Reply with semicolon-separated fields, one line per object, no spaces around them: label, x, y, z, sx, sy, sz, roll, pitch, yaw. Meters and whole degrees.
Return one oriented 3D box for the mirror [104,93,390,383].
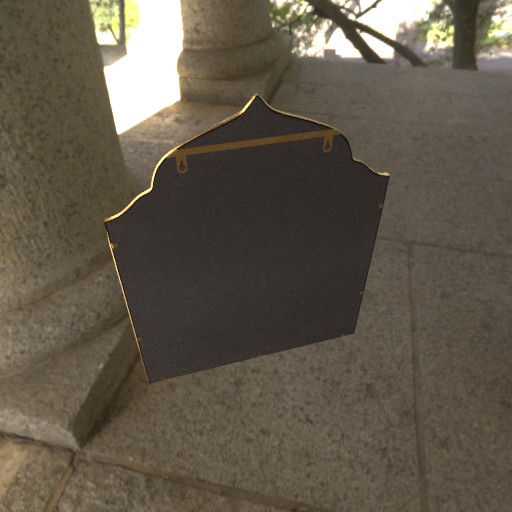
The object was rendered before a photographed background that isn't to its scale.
mirror;0.000;0.000;0.859;0.513;0.635;0.018;-11;42;-12
